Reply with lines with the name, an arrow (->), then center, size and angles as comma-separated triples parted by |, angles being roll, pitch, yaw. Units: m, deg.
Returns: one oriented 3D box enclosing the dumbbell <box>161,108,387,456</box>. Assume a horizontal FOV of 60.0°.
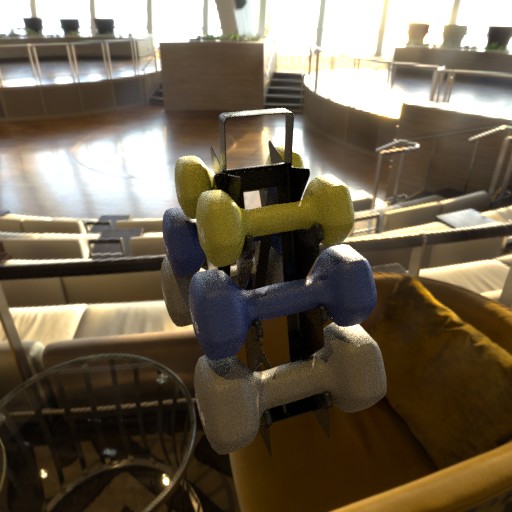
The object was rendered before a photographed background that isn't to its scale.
dumbbell -> 0.000, 0.000, 0.674 | 0.261, 0.426, 0.416 | -10, 32, -17
